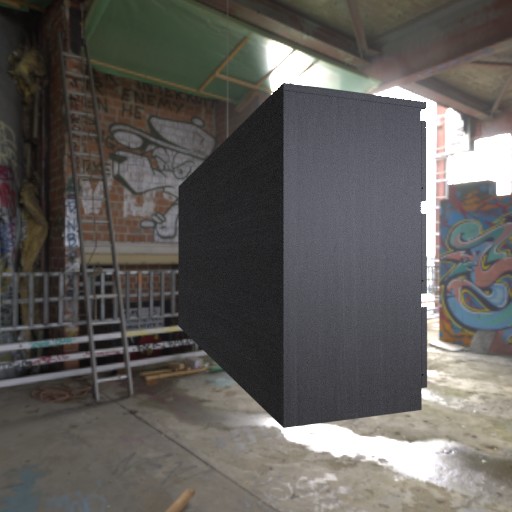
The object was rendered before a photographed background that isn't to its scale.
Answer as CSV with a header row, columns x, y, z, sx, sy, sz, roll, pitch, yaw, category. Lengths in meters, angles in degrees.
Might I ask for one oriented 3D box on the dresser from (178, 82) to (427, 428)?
x,y,z,sx,sy,sz,roll,pitch,yaw,category
0.000,0.000,1.835,0.400,0.795,1.590,0,0,-19,dresser
